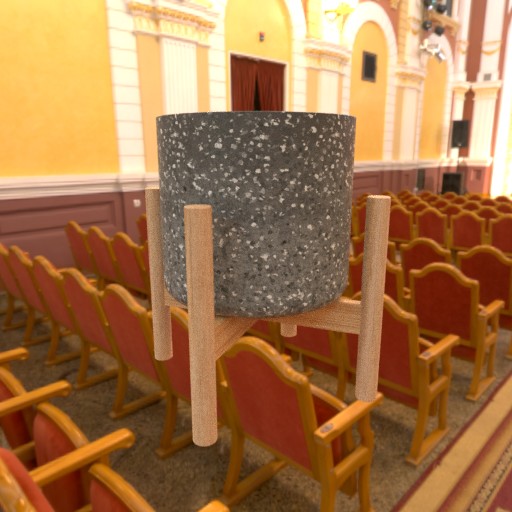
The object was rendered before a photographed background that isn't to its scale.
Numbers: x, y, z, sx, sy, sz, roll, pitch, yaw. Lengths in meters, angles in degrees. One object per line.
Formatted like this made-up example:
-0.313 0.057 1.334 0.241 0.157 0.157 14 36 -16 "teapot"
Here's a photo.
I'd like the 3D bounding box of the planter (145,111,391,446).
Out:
0.000 0.000 0.541 0.284 0.320 0.284 13 19 43 "planter"
